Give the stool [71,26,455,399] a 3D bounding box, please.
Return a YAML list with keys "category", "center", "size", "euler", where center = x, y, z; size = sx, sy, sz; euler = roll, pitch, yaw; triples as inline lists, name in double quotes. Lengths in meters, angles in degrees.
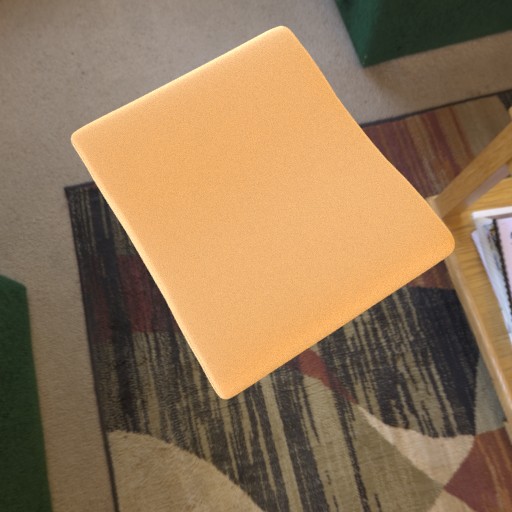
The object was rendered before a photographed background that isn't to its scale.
- category: "stool"
  center: [0.000, 0.000, 1.008]
  size: [0.401, 0.762, 0.471]
  euler: [-31, 76, -8]
